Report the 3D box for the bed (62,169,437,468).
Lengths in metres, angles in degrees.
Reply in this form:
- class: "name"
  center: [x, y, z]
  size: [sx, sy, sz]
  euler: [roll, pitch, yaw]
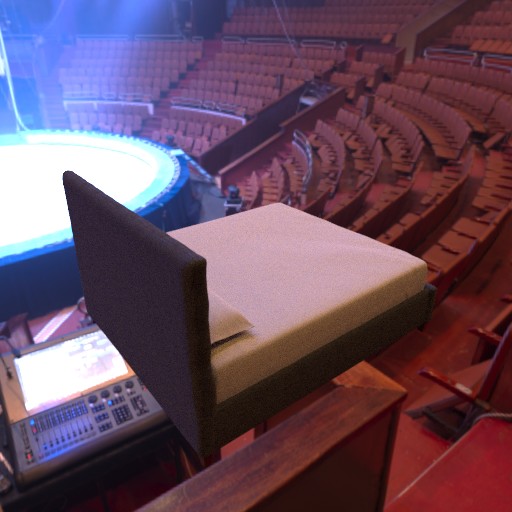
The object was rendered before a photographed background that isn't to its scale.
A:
- class: "bed"
  center: [0.000, 0.000, 3.753]
  size: [2.387, 1.427, 2.078]
  euler: [-19, 32, -33]
